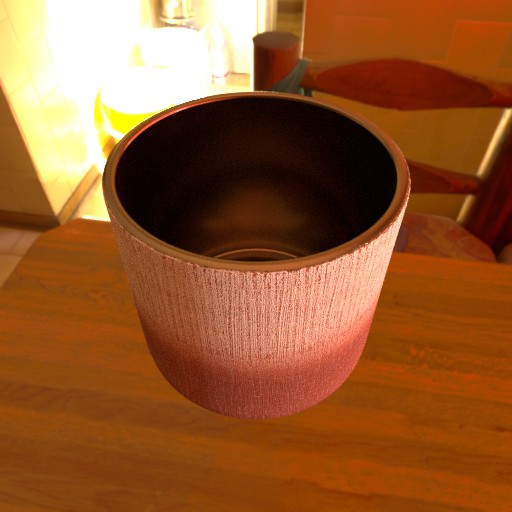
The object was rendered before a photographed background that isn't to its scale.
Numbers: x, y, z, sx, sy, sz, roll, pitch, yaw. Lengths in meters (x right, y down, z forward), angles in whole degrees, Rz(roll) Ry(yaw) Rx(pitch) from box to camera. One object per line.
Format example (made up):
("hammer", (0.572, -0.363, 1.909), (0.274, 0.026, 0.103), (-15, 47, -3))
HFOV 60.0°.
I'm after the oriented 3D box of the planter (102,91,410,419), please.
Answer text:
("planter", (0.000, 0.000, 0.390), (0.221, 0.201, 0.221), (0, 46, 0))
